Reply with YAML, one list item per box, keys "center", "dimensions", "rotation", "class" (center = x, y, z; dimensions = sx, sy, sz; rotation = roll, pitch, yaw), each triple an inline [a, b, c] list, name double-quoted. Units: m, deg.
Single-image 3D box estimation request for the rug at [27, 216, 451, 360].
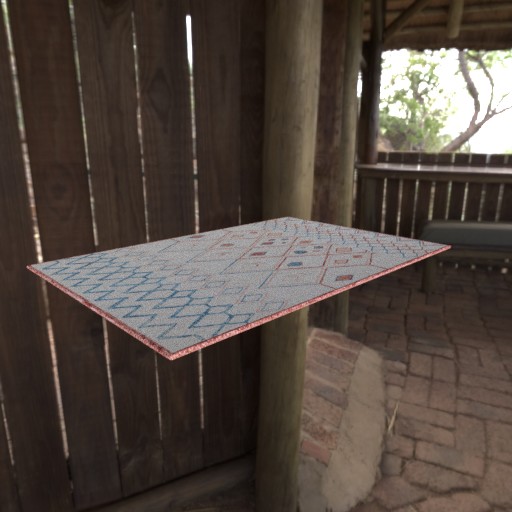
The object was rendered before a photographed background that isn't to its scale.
- center: [0.000, 0.000, 2.273]
  dimensions: [1.829, 0.016, 1.219]
  rotation: [-14, 21, -42]
  class: "rug"
